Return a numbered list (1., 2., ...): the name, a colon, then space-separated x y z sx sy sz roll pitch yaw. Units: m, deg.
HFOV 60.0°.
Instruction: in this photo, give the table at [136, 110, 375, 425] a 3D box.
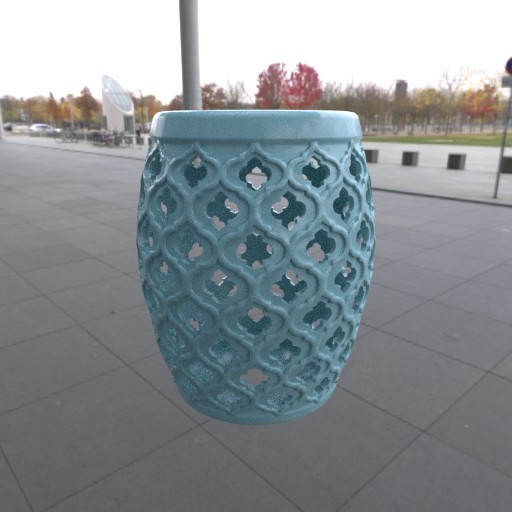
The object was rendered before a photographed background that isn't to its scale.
1. table: 0.000 0.000 0.630 0.325 0.388 0.325 0 17 0
